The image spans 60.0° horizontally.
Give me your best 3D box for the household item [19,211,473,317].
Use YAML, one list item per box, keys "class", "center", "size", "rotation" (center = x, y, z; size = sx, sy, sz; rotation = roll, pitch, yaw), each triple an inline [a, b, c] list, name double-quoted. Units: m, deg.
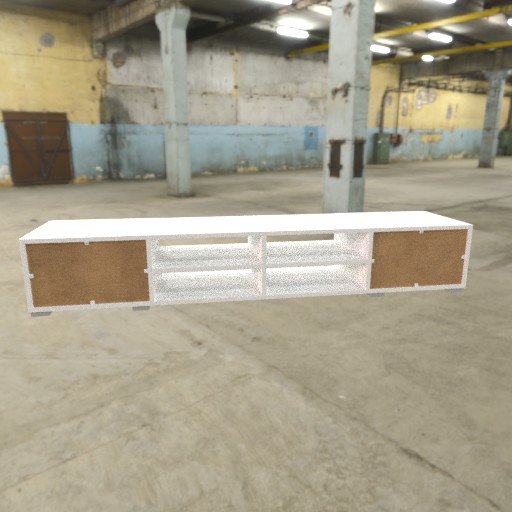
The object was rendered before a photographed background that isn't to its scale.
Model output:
- class: "household item"
  center: [0.000, 0.000, 2.025]
  size: [1.850, 0.310, 0.420]
  rotation: [-2, 15, -9]
